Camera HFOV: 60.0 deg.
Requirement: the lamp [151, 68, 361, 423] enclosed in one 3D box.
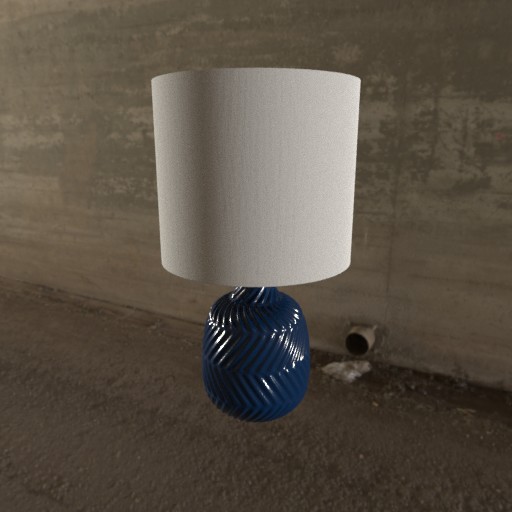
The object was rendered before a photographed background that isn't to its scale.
[{"bbox_3d":[0.000,0.000,0.487,0.203,0.368,0.203,-3,15,-10],"label":"lamp"}]
